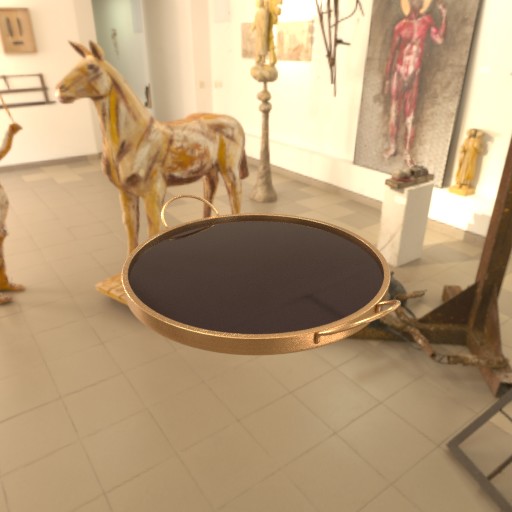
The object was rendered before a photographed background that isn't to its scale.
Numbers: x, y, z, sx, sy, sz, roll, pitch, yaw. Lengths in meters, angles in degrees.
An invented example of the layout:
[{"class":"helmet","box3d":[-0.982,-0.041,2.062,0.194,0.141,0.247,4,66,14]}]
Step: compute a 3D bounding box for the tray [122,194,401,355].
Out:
[{"class":"tray","box3d":[0.000,0.000,0.746,0.438,0.069,0.543,-18,32,-32]}]
